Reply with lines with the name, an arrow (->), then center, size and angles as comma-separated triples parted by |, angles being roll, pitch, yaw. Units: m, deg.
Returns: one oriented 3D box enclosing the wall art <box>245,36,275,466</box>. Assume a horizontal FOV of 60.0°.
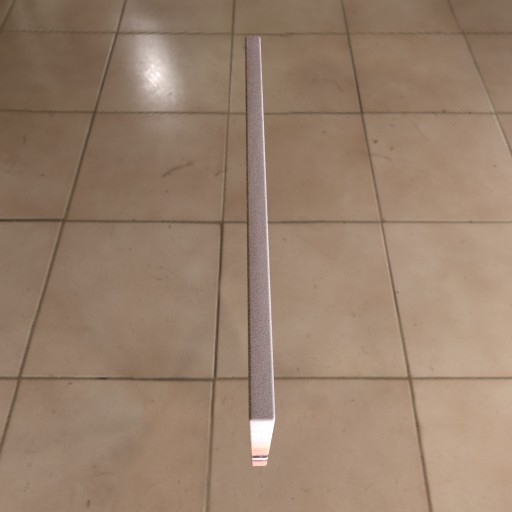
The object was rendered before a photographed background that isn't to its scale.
wall art -> 0.000, 0.000, 1.129 | 0.038, 0.609, 0.913 | -1, 59, -1
